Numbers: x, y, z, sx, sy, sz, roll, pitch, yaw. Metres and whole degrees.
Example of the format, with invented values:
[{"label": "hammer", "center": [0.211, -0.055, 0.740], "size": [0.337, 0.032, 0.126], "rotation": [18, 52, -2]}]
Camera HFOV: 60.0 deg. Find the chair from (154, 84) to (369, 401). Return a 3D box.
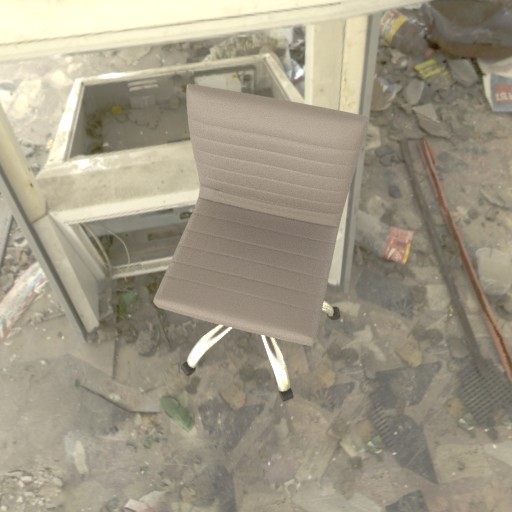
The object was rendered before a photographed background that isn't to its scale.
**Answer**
[{"label": "chair", "center": [0.000, 0.000, 1.172], "size": [0.556, 0.780, 0.530], "rotation": [13, 61, 7]}]
